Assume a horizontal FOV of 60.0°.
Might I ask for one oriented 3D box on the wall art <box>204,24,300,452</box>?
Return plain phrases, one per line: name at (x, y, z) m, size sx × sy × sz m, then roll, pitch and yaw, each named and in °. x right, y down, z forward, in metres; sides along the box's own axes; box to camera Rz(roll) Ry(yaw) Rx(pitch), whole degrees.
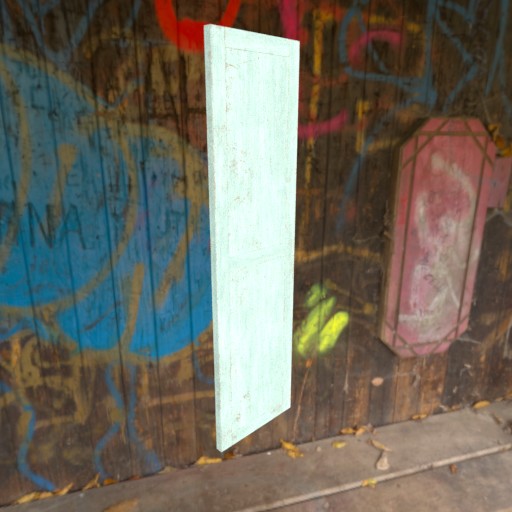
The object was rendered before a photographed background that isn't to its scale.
wall art at (0.000, 0.000, 1.341) m, size 0.329 × 1.219 × 0.025 m, roll -16°, pitch 23°, yaw -42°
